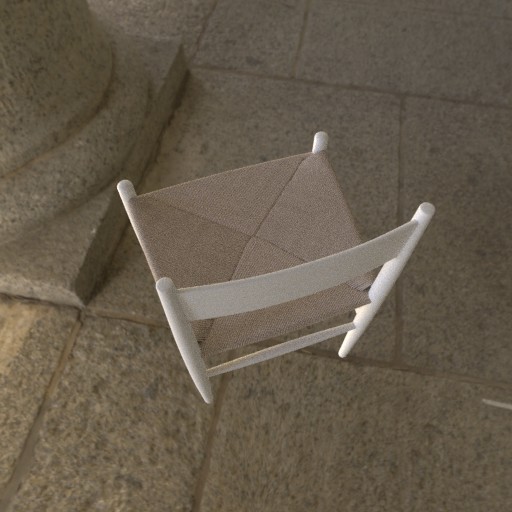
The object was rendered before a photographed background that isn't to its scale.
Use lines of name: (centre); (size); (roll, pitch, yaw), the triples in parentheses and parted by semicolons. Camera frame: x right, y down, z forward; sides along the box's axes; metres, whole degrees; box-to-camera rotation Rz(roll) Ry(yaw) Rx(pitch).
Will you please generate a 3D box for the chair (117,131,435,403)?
chair: (0.000, 0.000, 1.098); (0.556, 0.762, 0.495); (-16, 60, -10)
